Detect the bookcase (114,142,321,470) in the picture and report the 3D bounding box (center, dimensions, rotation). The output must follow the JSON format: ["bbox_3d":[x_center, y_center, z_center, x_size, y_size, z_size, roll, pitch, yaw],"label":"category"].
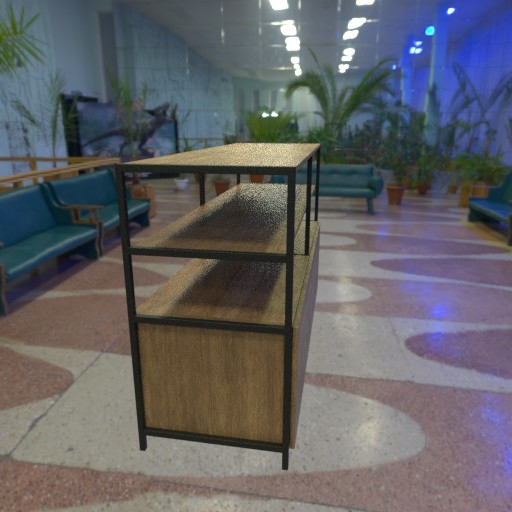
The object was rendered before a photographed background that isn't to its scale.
[{"bbox_3d":[0.000,0.000,1.527,0.391,0.712,1.149,3,17,10],"label":"bookcase"}]
